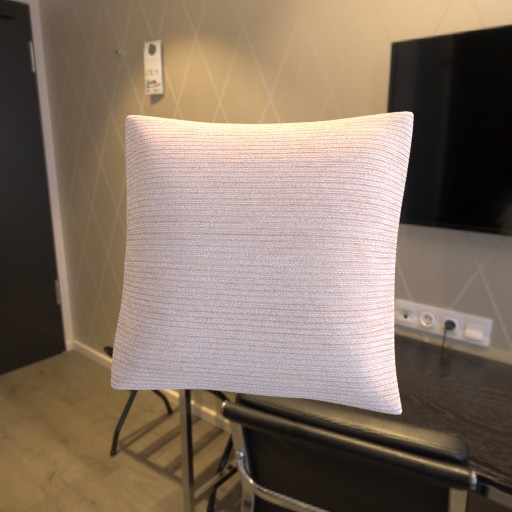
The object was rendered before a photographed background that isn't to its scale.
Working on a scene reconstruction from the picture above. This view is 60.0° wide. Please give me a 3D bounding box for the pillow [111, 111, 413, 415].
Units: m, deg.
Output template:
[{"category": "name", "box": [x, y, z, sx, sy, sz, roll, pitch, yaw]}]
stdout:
[{"category": "pillow", "box": [0.000, 0.000, 0.641, 0.424, 0.401, 0.177, 2, 14, 9]}]
